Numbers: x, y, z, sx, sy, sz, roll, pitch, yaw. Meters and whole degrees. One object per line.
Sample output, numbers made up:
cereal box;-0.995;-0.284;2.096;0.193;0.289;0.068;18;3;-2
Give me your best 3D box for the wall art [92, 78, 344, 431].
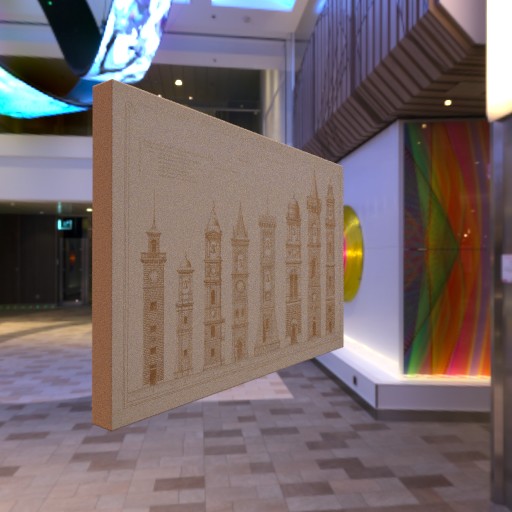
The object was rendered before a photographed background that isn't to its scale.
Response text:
wall art;0.000;0.000;0.768;0.039;0.407;0.609;0;0;37
